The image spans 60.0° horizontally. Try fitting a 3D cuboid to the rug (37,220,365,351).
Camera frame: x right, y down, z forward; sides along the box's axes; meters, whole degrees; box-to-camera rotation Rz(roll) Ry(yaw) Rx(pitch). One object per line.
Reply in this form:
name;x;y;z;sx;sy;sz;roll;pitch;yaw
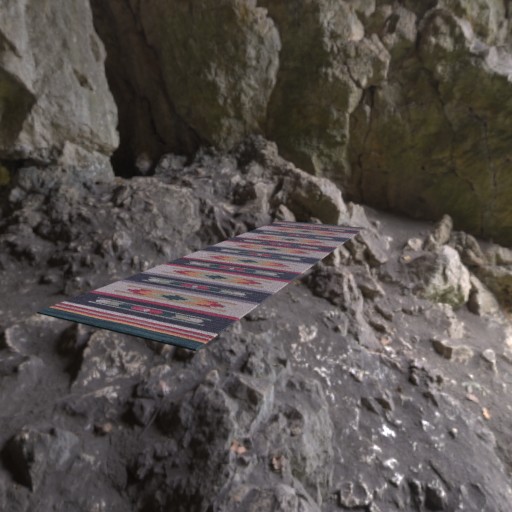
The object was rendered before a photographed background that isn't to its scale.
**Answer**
rug;0.000;0.000;2.671;0.760;0.009;2.440;7;16;25
